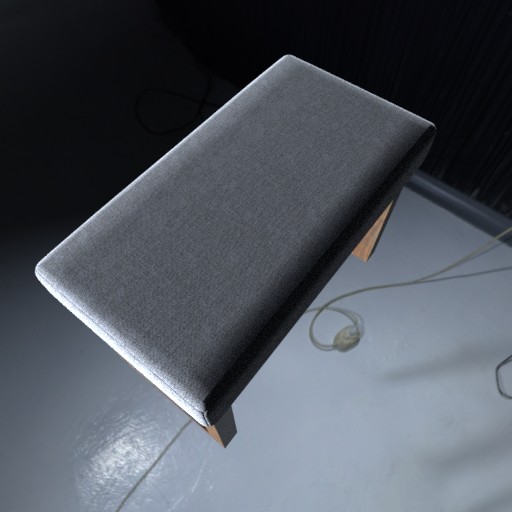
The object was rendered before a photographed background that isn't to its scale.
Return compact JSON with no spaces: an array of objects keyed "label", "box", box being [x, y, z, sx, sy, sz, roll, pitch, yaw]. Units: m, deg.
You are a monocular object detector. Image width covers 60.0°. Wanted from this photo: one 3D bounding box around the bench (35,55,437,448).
[{"label":"bench","box":[0.000,0.000,0.955,0.366,0.467,0.681,34,65,18]}]
